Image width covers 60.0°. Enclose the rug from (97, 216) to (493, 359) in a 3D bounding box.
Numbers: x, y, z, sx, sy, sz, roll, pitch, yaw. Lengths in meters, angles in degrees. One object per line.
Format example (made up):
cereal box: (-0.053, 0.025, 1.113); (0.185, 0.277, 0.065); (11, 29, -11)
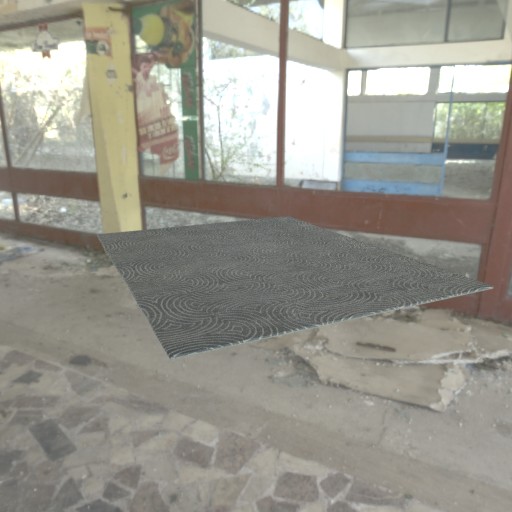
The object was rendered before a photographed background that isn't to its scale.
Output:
rug: (0.000, 0.000, 4.087); (2.456, 0.021, 3.042); (-8, 18, -25)
